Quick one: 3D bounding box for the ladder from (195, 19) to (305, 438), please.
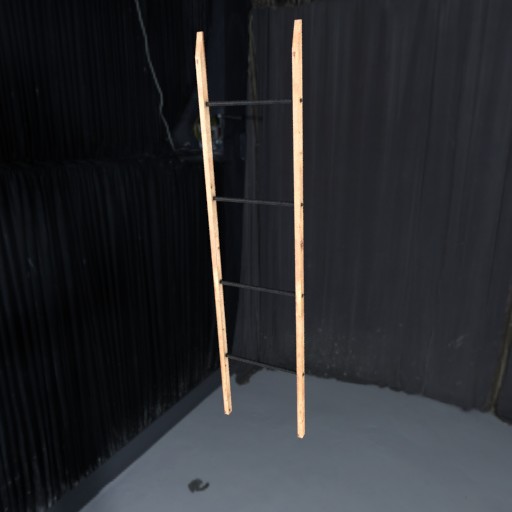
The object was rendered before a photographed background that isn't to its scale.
[{"bbox_3d":[0.000,0.000,1.949,0.442,1.805,0.200,8,17,26],"label":"ladder"}]
